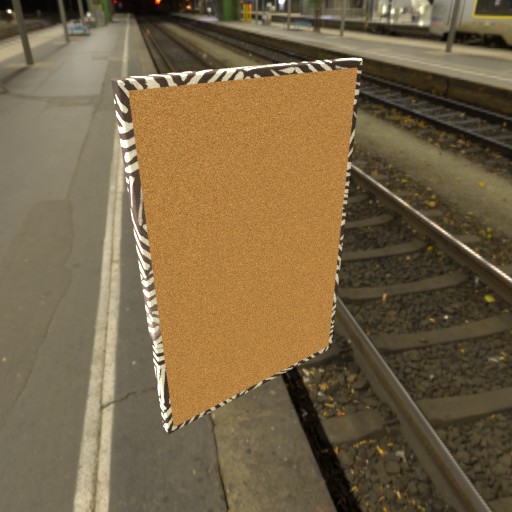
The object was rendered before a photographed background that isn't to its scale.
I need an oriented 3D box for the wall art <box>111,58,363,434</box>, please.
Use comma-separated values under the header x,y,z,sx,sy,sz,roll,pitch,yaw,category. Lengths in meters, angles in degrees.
x,y,z,sx,sy,sz,roll,pitch,yaw,category
0.000,0.000,1.163,0.615,0.918,0.035,-19,35,-30,wall art
